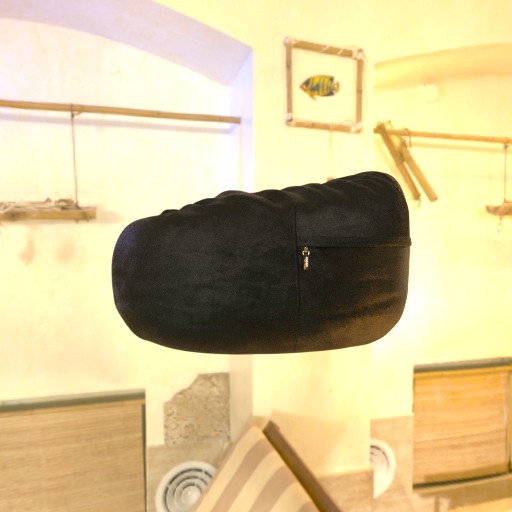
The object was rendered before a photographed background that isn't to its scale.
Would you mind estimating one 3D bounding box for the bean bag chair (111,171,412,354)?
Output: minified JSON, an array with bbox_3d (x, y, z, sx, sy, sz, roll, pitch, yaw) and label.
[{"bbox_3d":[0.000,0.000,2.455,1.524,0.878,1.524,-1,2,-17],"label":"bean bag chair"}]
